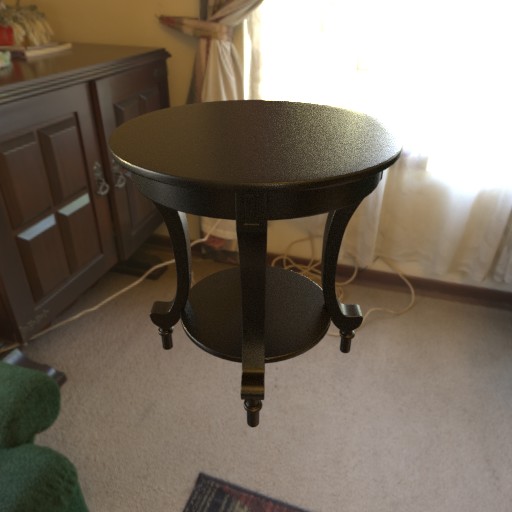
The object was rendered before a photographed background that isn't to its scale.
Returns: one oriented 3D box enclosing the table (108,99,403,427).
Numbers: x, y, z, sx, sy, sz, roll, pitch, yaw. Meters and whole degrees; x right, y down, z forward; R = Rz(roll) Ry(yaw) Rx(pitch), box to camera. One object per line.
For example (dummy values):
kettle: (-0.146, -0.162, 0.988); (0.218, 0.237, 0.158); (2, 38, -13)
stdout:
table: (0.000, 0.000, 1.089); (0.597, 0.618, 0.597); (0, 31, 0)
